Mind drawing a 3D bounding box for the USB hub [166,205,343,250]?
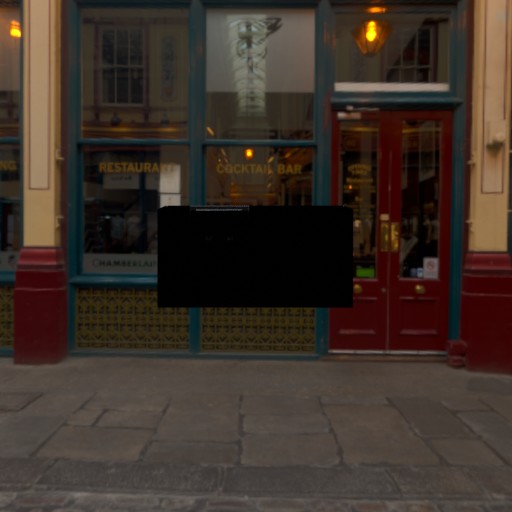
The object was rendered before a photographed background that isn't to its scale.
[{"bbox_3d":[0.000,0.000,0.128,0.044,0.023,0.110,0,0,0],"label":"USB hub"}]
